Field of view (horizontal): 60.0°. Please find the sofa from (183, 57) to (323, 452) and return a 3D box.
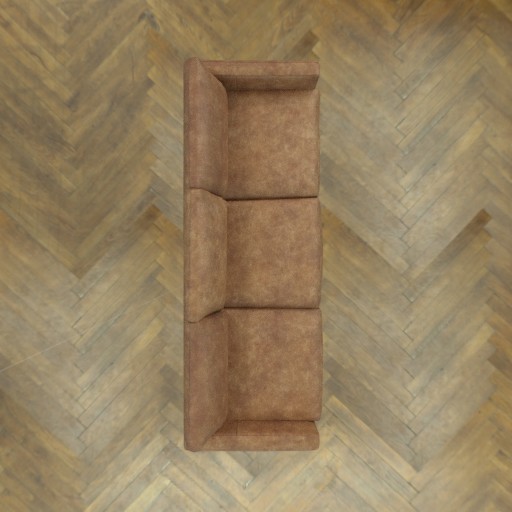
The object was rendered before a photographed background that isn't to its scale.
[{"bbox_3d":[0.000,0.000,2.453,0.748,0.863,2.029,0,90,-1],"label":"sofa"}]
